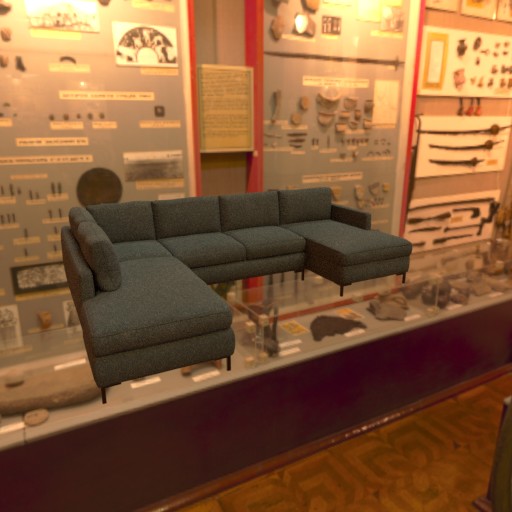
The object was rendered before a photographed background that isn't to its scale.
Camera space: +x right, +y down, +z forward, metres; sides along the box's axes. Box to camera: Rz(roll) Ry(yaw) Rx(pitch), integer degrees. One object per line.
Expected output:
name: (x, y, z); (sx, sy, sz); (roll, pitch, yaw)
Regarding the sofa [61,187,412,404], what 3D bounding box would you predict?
sofa: (0.000, 0.000, 3.786); (2.956, 0.813, 2.007); (-8, 19, -26)
